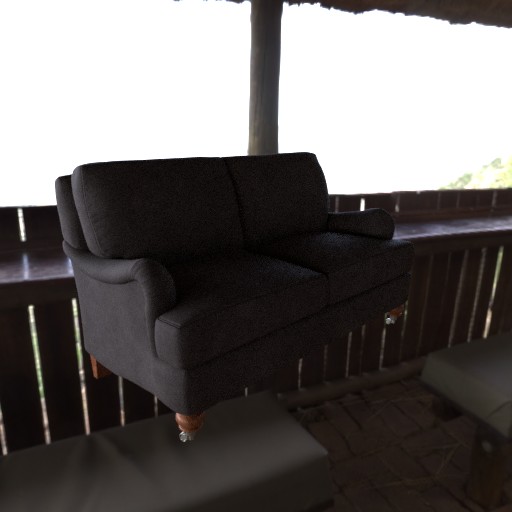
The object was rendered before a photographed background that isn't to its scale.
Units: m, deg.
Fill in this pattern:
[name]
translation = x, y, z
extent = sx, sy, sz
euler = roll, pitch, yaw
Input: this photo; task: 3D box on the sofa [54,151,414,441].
[sofa]
translation = 0.000, 0.000, 2.528
extent = 1.853, 1.101, 1.084
euler = -15, 21, -42
